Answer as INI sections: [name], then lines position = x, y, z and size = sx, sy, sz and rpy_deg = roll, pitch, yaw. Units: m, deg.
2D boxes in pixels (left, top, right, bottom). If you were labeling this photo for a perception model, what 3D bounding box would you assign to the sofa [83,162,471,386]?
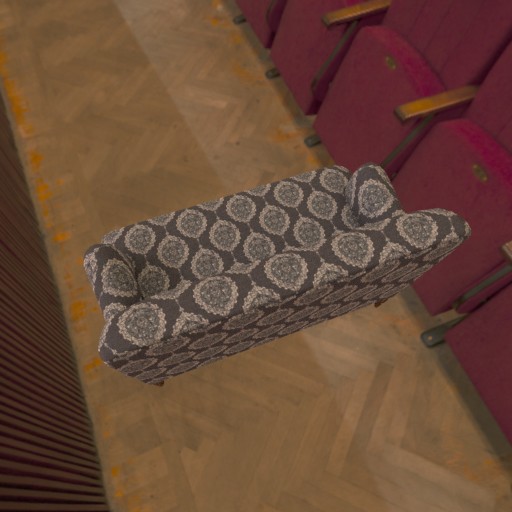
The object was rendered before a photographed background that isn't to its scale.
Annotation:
[sofa]
position = 0.000, 0.000, 1.815
size = 1.297, 0.867, 0.779
rpy_deg = -18, 61, -10
